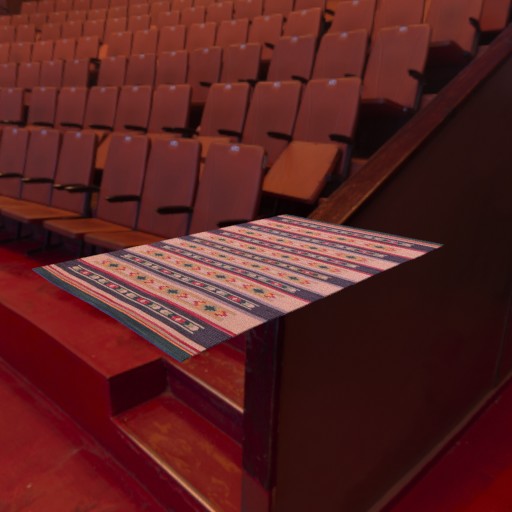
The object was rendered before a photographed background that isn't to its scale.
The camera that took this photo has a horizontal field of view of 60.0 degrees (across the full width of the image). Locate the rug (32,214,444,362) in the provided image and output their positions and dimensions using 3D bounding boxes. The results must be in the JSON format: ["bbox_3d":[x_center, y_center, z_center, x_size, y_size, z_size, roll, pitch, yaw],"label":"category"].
[{"bbox_3d":[0.000,0.000,2.933,2.311,0.010,1.522,-16,23,-42],"label":"rug"}]
